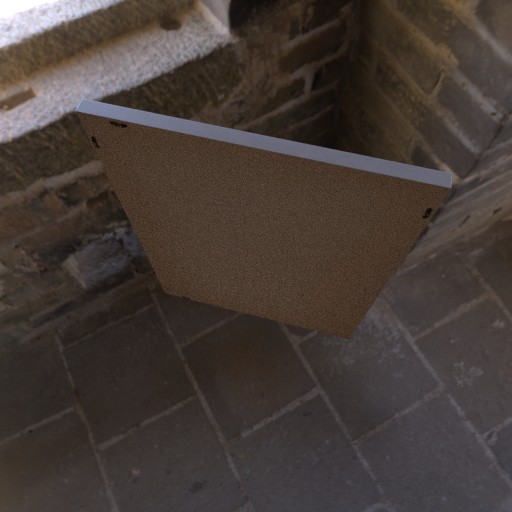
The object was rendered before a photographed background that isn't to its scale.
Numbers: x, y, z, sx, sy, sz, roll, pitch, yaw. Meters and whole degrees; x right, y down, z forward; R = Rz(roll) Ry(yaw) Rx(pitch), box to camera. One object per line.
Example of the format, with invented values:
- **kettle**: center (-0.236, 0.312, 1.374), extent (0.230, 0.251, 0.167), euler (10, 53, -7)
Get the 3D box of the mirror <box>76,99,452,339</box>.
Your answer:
- **mirror**: center (0.000, 0.000, 1.332), extent (0.762, 1.016, 0.041), euler (13, 64, 6)
